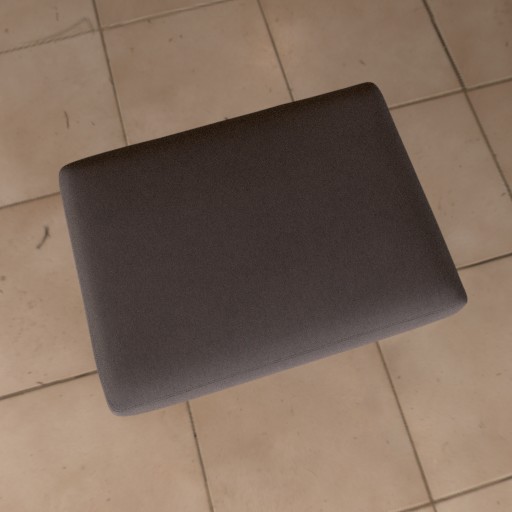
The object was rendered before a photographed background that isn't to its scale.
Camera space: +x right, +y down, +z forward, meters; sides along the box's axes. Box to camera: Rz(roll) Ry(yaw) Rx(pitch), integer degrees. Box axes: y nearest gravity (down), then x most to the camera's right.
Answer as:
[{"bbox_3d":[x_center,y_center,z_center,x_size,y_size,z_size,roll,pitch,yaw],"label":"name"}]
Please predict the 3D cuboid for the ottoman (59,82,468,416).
[{"bbox_3d":[0.000,0.000,1.125,0.773,0.497,0.574,-16,76,-4],"label":"ottoman"}]
